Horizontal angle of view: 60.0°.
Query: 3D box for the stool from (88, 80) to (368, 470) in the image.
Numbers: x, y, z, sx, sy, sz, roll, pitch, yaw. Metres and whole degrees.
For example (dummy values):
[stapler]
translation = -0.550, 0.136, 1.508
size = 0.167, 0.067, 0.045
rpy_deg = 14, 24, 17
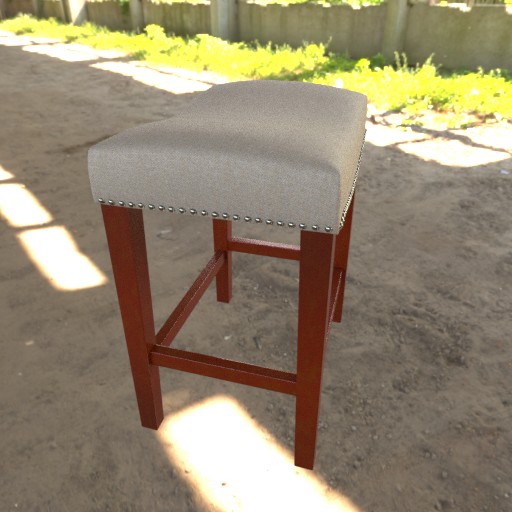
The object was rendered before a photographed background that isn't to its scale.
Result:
[stool]
translation = 0.000, 0.000, 0.937
size = 0.375, 0.632, 0.509
rpy_deg = 8, 32, 14
